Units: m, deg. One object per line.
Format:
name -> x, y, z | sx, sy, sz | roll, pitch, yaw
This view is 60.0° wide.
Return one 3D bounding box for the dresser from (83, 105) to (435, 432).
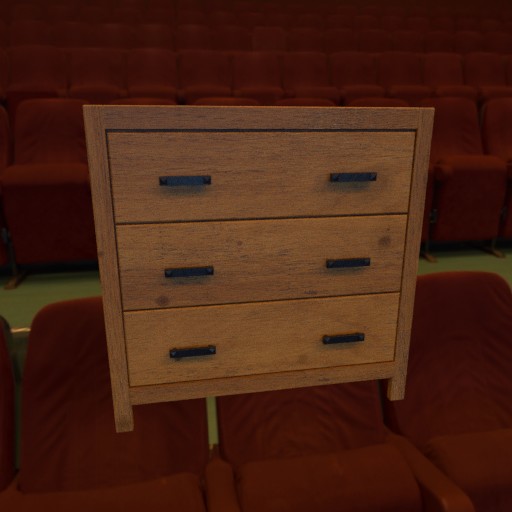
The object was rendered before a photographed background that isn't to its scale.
dresser -> 0.000, 0.000, 1.280 | 0.804, 0.804, 0.427 | -3, 17, -10
